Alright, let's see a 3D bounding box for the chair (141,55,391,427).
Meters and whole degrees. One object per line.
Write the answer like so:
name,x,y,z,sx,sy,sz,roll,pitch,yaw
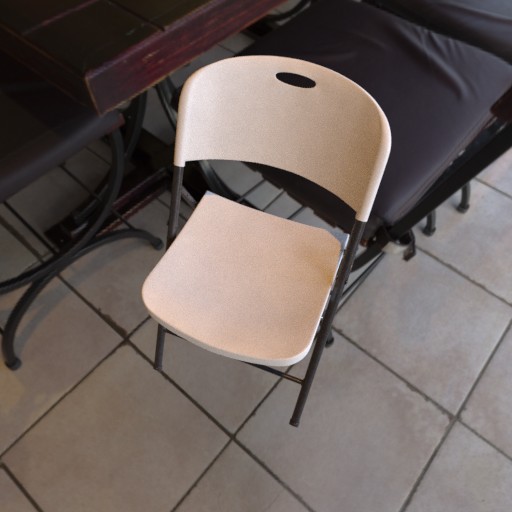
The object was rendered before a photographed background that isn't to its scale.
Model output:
chair,0.000,0.000,1.177,0.494,0.810,0.566,18,59,12
